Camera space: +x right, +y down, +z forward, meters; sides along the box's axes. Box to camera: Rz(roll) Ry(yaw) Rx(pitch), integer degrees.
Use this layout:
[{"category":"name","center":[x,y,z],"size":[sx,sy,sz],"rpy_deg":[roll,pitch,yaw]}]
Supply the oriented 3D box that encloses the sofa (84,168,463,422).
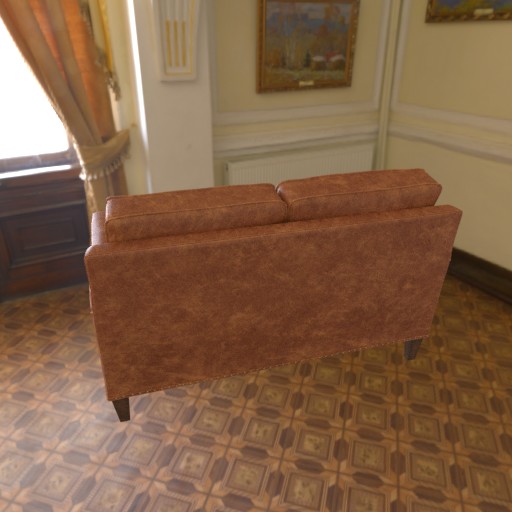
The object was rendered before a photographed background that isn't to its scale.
[{"category":"sofa","center":[0.000,0.000,2.265],"size":[1.597,1.003,1.084],"rpy_deg":[-8,27,-15]}]
